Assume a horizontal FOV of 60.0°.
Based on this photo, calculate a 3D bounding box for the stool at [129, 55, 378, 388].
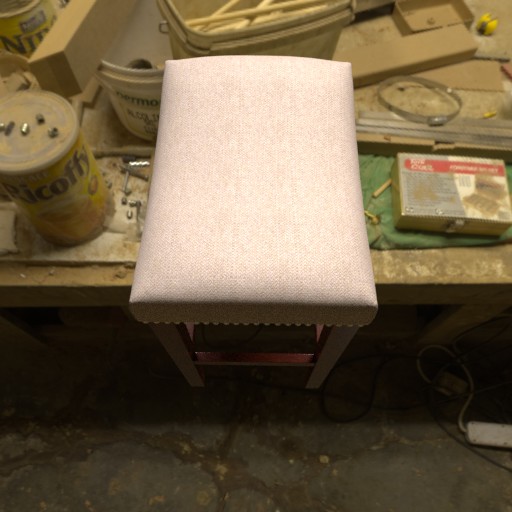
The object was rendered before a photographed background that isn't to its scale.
[{"bbox_3d":[0.000,0.000,1.042,0.372,0.742,0.504,1,64,0],"label":"stool"}]
